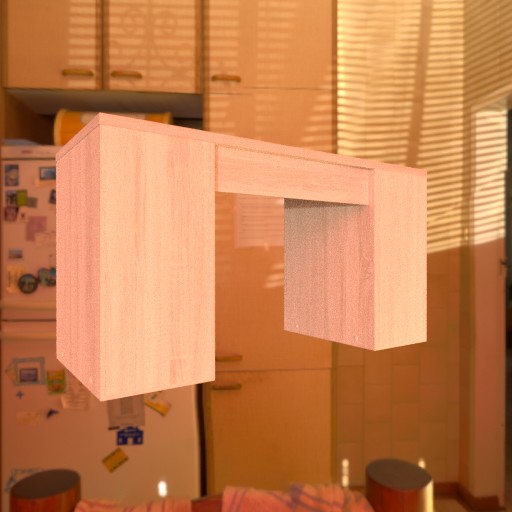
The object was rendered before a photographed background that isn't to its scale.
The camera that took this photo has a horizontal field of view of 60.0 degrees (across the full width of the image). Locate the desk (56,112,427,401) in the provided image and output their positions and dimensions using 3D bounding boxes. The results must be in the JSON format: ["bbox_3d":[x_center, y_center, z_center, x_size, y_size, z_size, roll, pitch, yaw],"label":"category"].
[{"bbox_3d":[0.000,0.000,1.773,1.390,0.740,0.600,0,0,-35],"label":"desk"}]
